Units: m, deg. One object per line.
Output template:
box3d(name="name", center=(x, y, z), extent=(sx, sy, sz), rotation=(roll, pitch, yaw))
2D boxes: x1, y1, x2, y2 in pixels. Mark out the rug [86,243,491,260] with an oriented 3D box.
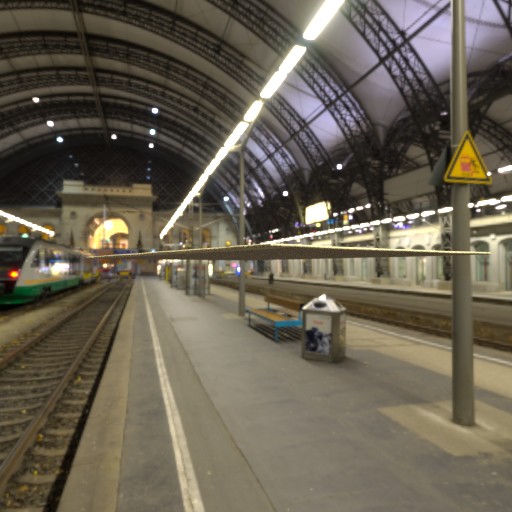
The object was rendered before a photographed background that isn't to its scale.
box3d(name="rug", center=(0.000, 0.000, 2.355), extent=(1.250, 0.015, 1.850), rotation=(1, -2, -36))
